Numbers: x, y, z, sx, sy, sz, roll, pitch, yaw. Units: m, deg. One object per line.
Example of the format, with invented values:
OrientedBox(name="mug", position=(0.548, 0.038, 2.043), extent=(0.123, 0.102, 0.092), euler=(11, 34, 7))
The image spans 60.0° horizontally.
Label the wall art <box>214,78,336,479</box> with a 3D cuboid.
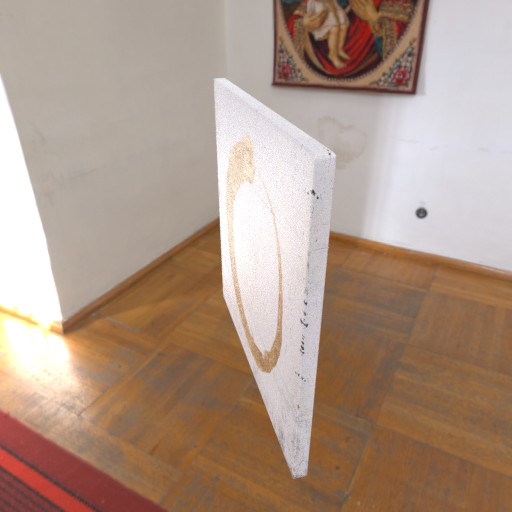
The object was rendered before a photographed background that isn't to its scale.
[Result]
OrientedBox(name="wall art", position=(0.000, 0.000, 1.148), extent=(0.038, 0.762, 0.762), euler=(-8, 31, -14))
